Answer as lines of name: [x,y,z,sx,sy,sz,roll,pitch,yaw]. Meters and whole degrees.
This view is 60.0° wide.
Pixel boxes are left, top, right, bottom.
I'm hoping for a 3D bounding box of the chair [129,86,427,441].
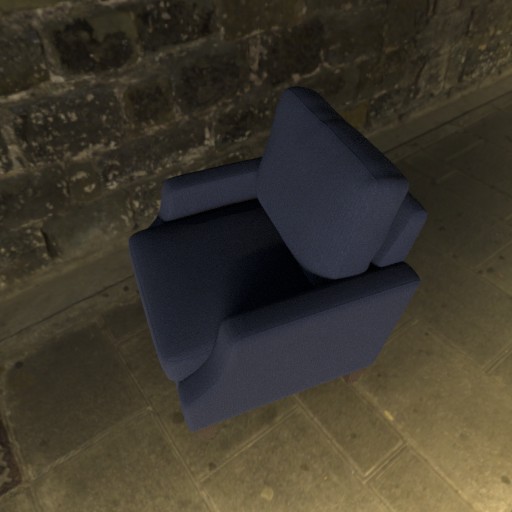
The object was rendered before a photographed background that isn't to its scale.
chair: [0.000,0.000,1.685,0.897,0.991,0.855,-16,48,-15]
